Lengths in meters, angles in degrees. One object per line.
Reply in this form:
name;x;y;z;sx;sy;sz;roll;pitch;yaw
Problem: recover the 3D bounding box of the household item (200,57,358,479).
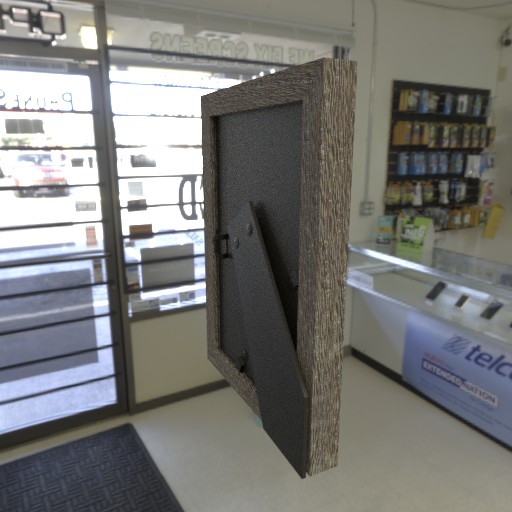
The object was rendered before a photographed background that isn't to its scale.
household item;0.000;0.000;0.244;0.020;0.180;0.133;-7;15;-26
